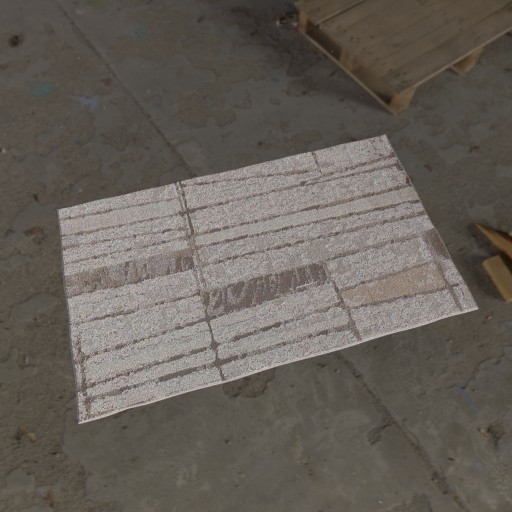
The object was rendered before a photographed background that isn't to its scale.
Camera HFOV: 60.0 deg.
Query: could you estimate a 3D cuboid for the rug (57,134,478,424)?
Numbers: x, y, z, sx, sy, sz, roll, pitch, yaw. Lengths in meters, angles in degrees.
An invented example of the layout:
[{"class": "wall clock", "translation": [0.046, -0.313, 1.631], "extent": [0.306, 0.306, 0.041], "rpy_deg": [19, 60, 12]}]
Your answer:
[{"class": "rug", "translation": [0.000, 0.000, 1.024], "extent": [0.867, 0.007, 0.515], "rpy_deg": [-14, 64, -7]}]
